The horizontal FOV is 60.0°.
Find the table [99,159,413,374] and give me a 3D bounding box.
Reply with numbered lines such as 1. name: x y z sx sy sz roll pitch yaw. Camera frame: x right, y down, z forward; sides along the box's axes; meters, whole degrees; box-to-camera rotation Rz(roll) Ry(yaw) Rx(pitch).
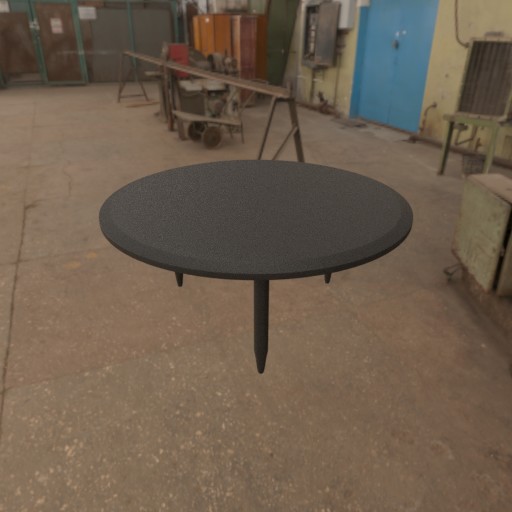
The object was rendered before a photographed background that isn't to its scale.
1. table: 0.000 0.000 1.416 0.900 0.400 0.900 0 27 0
